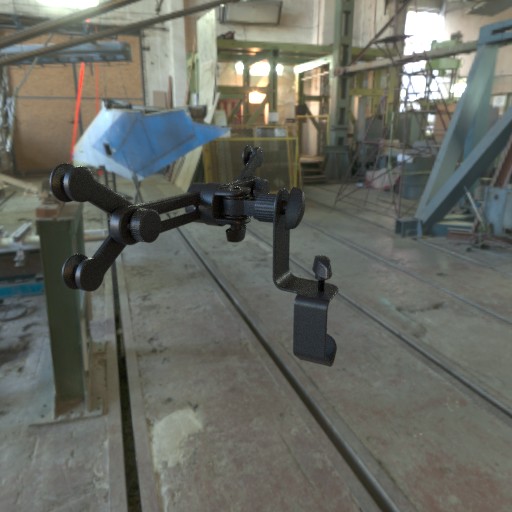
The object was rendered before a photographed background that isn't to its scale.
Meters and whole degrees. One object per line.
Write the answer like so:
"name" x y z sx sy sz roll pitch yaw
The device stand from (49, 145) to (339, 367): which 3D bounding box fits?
"device stand" 0.000 0.000 0.370 0.142 0.166 0.270 8 18 25
